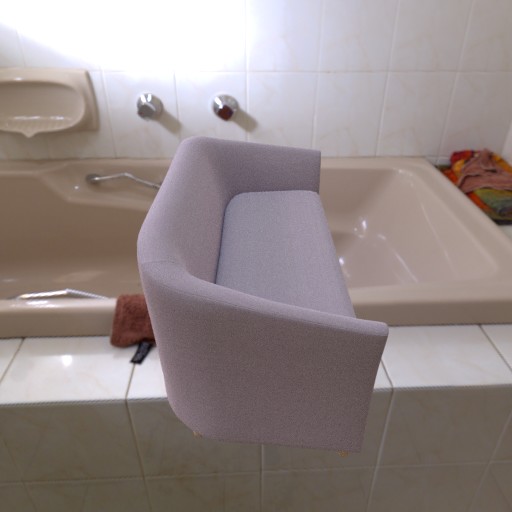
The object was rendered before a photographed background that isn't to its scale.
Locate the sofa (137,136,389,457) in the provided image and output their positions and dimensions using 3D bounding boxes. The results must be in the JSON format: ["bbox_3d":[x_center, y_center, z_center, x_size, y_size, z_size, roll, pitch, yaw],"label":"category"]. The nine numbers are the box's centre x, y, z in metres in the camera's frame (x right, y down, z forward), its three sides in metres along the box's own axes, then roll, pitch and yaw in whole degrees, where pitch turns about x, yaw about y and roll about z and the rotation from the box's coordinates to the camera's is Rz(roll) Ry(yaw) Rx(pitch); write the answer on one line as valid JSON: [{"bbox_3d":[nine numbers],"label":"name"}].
[{"bbox_3d":[0.000,0.000,1.865,0.705,0.721,1.452,0,32,0],"label":"sofa"}]
